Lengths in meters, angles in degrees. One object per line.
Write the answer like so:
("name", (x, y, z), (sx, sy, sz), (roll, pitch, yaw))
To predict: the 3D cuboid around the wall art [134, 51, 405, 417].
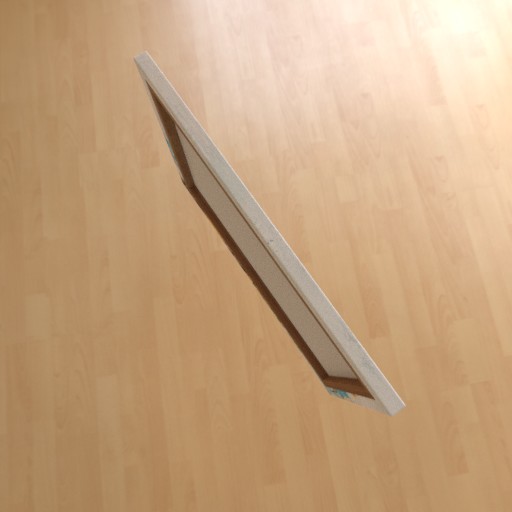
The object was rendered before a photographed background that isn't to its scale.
("wall art", (0.000, 0.000, 1.359), (0.038, 0.762, 1.016), (-34, 78, -8))
